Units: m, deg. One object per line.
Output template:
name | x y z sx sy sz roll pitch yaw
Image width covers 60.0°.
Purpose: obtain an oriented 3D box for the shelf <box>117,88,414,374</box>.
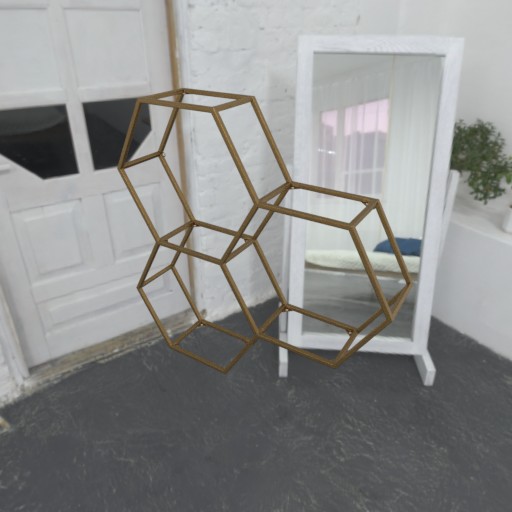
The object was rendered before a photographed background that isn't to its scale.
shelf | 0.000 0.000 1.063 0.708 0.701 0.150 17 34 27
